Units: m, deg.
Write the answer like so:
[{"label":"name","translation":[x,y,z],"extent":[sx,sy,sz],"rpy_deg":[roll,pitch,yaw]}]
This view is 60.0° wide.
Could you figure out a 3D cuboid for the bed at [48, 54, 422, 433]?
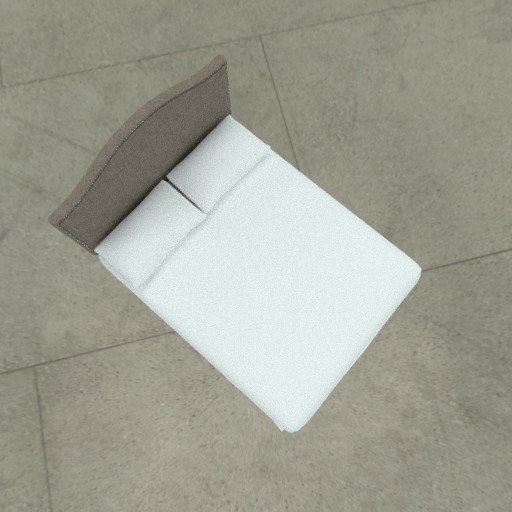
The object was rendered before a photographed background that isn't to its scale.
[{"label":"bed","translation":[0.000,0.000,3.324],"extent":[2.153,1.518,1.713],"rpy_deg":[40,79,10]}]
